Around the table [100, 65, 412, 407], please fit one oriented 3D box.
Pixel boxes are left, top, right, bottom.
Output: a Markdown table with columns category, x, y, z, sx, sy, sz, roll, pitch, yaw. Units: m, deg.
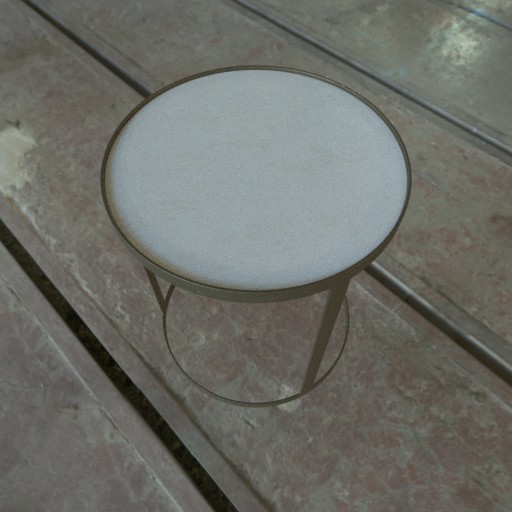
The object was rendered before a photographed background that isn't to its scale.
| category | x | y | z | sx | sy | sz | roll | pitch | yaw |
| --- | --- | --- | --- | --- | --- | --- | --- | --- | --- |
| table | 0.000 | 0.000 | 0.931 | 0.480 | 0.565 | 0.480 | 0 | 57 | 0 |
